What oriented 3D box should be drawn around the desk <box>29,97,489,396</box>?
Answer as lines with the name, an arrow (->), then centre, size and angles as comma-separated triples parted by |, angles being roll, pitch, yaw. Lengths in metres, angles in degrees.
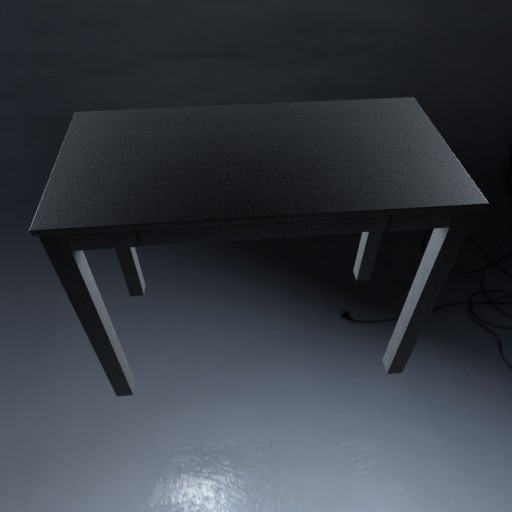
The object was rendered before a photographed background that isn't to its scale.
desk -> 0.000, 0.000, 1.398 | 0.991, 0.762, 0.499 | -4, 46, -4
